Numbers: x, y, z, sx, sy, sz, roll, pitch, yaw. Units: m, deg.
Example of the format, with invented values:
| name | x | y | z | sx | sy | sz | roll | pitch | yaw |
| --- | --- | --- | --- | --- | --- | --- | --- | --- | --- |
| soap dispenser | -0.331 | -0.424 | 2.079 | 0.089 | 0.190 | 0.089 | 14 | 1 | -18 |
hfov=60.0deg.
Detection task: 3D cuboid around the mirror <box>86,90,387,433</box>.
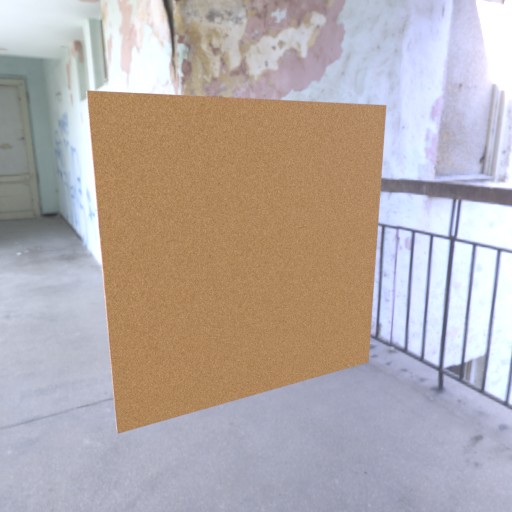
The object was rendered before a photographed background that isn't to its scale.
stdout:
| name | x | y | z | sx | sy | sz | roll | pitch | yaw |
| --- | --- | --- | --- | --- | --- | --- | --- | --- | --- |
| mirror | 0.000 | 0.000 | 1.207 | 0.804 | 0.804 | 0.061 | -7 | 16 | -26 |
